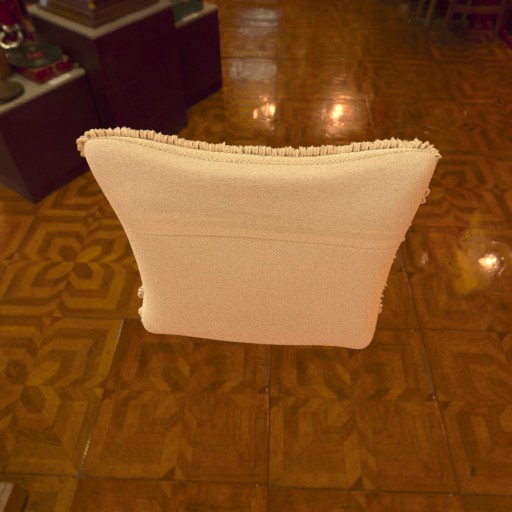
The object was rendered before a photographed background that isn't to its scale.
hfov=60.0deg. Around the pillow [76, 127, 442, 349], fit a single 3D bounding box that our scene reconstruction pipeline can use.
[{"bbox_3d":[0.000,0.000,0.679,0.437,0.427,0.145,3,48,3],"label":"pillow"}]
